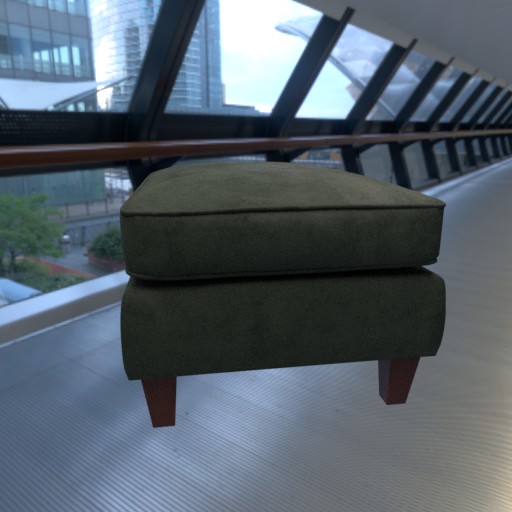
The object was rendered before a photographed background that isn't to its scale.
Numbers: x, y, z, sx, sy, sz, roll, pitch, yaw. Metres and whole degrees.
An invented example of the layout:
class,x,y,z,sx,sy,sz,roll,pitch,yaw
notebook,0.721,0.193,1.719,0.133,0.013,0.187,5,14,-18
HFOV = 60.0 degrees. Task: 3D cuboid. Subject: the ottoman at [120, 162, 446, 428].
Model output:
class,x,y,z,sx,sy,sz,roll,pitch,yaw
ottoman,0.000,0.000,1.223,0.632,0.495,0.864,-2,15,-9
